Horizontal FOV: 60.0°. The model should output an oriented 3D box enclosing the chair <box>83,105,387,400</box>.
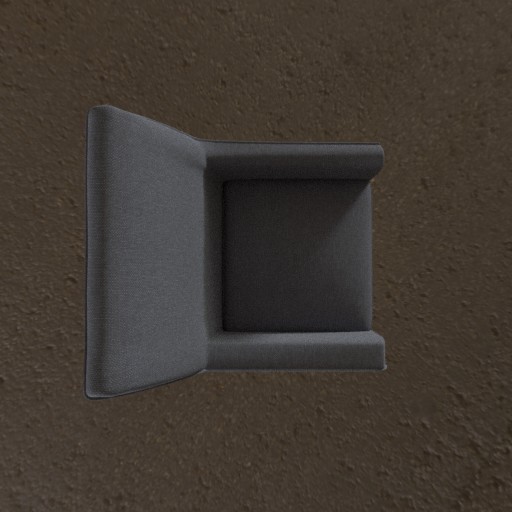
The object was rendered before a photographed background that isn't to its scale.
[{"bbox_3d":[0.000,0.000,1.584,0.899,0.919,0.780,0,89,0],"label":"chair"}]
